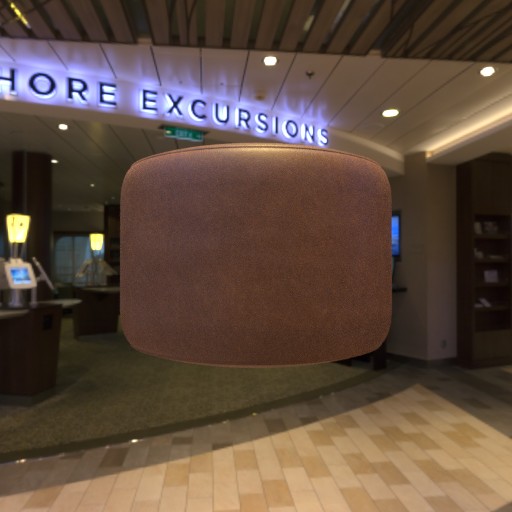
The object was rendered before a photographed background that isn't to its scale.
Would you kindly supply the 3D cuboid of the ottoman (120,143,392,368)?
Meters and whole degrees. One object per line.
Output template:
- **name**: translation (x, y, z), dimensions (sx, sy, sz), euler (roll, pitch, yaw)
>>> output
- **ottoman**: translation (0.000, 0.000, 1.037), dimensions (0.607, 0.438, 0.607), euler (0, 0, 0)
